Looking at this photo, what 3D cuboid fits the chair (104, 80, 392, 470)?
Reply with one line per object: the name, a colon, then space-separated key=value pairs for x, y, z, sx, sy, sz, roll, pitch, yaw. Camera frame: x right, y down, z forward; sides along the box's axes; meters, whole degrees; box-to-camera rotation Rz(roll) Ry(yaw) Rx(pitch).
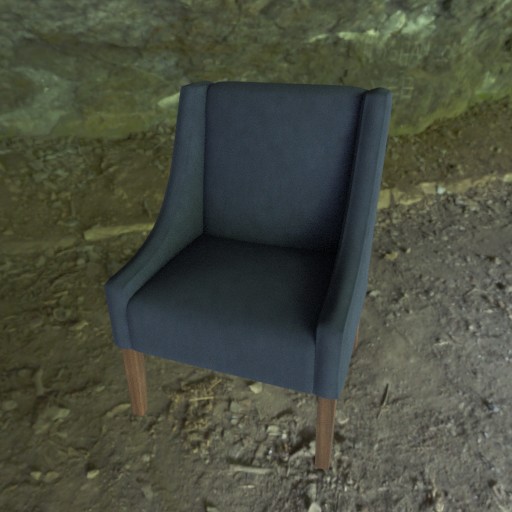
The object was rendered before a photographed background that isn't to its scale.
chair: x=0.000 y=0.000 z=1.293 sx=0.629 sy=0.895 sz=0.629 roll=9 pitch=29 yaw=17
